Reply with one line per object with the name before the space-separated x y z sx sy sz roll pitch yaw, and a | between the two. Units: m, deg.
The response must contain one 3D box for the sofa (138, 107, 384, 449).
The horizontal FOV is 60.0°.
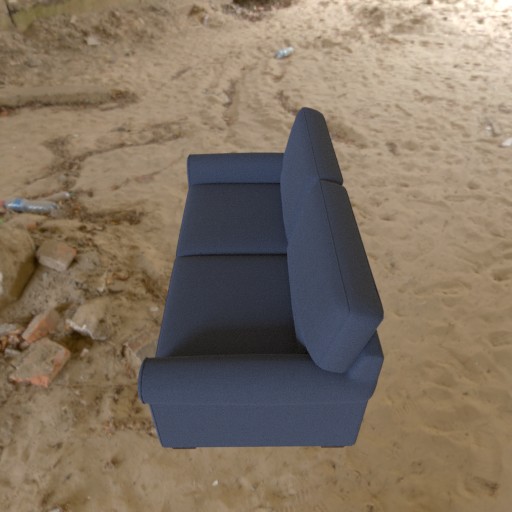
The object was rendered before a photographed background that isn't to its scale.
sofa | 0.000 0.000 2.504 0.940 1.020 1.930 0 41 0
